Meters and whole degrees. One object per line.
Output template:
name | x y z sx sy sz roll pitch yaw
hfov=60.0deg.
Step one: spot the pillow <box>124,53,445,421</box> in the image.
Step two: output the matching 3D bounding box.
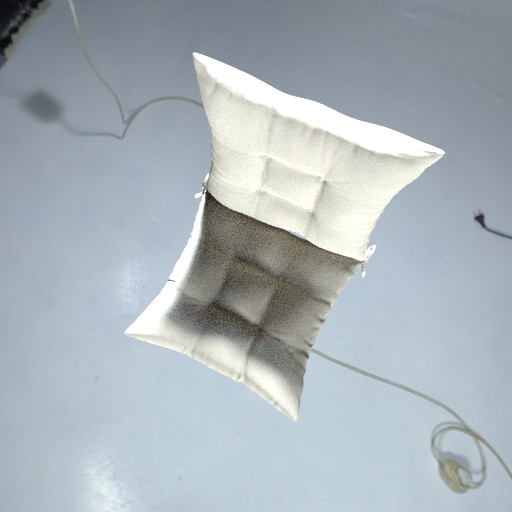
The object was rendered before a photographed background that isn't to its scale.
pillow | 0.000 0.000 1.007 0.541 0.536 0.585 25 76 7
